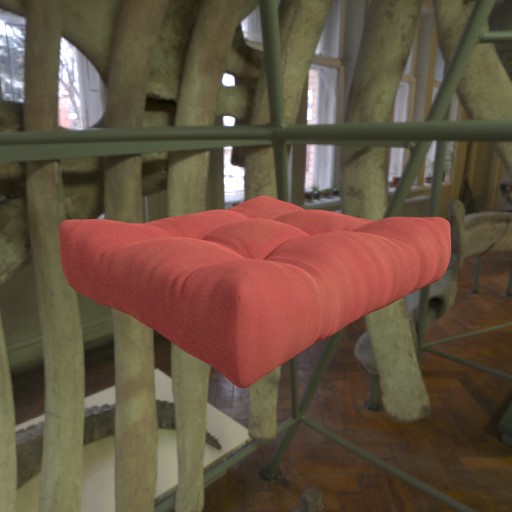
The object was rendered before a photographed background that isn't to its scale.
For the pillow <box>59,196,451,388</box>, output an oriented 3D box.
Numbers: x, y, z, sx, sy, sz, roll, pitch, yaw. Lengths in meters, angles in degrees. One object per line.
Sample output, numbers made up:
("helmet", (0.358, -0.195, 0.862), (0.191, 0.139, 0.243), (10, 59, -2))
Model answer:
("pillow", (0.000, 0.000, 0.736), (0.490, 0.128, 0.468), (-15, 21, -43))
